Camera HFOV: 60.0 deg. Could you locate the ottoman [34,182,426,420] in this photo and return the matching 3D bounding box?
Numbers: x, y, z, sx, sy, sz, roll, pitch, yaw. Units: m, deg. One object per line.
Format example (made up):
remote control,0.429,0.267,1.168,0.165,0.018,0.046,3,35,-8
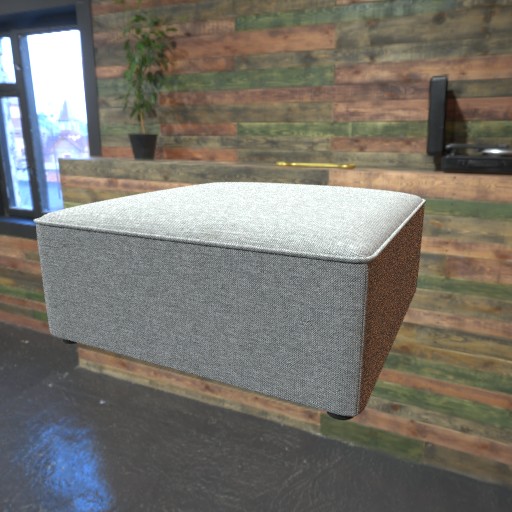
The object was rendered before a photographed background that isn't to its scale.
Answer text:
ottoman,0.000,0.000,1.563,1.005,0.455,1.005,7,17,25
